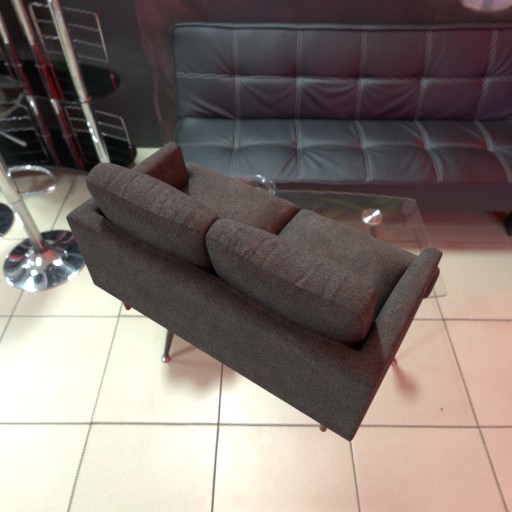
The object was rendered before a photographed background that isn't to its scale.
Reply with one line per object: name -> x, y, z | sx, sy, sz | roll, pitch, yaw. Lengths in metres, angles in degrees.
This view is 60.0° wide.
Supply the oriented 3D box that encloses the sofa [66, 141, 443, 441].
sofa -> 0.000, 0.000, 2.180 | 1.582, 0.956, 0.903 | 26, 53, 22
